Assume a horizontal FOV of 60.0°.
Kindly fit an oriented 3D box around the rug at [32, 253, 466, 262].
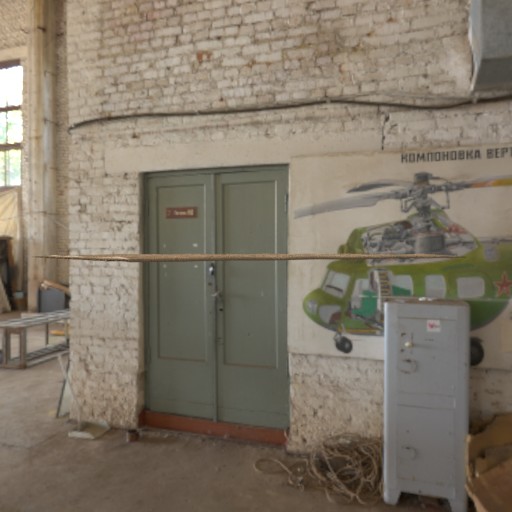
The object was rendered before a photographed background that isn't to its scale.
[{"bbox_3d":[0.000,0.000,2.919,2.434,0.027,1.529,0,1,-35],"label":"rug"}]
